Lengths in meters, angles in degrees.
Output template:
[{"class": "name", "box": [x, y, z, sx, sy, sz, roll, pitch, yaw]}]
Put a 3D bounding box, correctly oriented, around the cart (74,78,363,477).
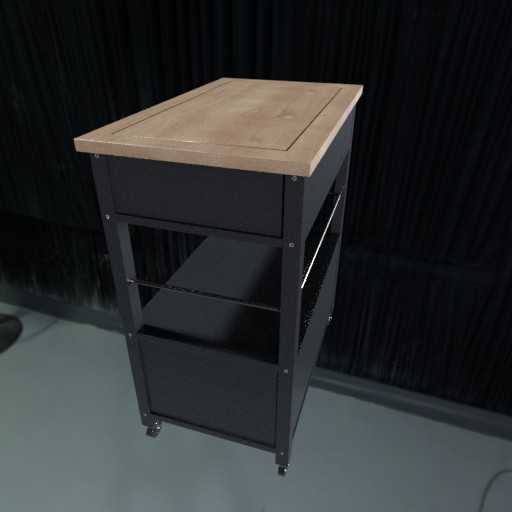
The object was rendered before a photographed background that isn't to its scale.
[{"class": "cart", "box": [0.000, 0.000, 1.351, 0.459, 0.901, 0.840, 9, 32, 15]}]
